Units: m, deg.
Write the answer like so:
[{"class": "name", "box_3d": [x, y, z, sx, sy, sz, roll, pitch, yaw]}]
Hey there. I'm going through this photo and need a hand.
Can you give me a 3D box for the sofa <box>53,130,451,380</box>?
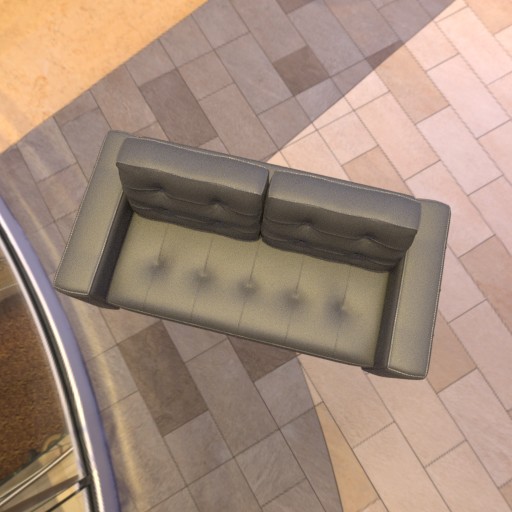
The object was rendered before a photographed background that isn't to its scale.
[{"class": "sofa", "box_3d": [0.000, 0.000, 2.204, 1.726, 0.893, 0.833, 13, 77, 3]}]
